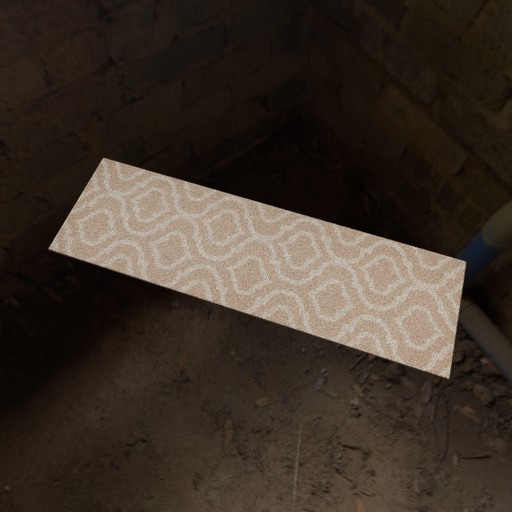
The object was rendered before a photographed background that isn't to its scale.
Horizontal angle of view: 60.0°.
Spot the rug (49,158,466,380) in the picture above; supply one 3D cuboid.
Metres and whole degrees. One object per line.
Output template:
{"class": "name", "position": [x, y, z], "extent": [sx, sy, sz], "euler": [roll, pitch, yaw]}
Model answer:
{"class": "rug", "position": [0.000, 0.000, 2.533], "extent": [2.289, 0.013, 0.691], "euler": [17, 65, 8]}
